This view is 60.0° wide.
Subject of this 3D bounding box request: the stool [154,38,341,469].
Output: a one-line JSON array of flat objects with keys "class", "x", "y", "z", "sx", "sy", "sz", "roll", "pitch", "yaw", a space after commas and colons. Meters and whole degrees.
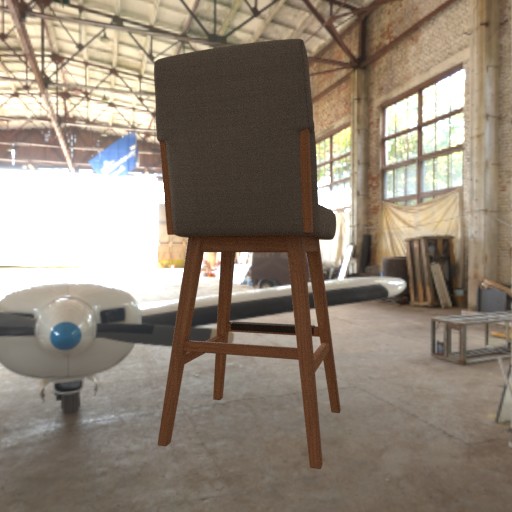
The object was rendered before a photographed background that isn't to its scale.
[{"class": "stool", "x": 0.000, "y": 0.000, "z": 1.417, "sx": 0.483, "sy": 1.112, "sz": 0.570, "roll": 0, "pitch": 1, "yaw": 17}]
